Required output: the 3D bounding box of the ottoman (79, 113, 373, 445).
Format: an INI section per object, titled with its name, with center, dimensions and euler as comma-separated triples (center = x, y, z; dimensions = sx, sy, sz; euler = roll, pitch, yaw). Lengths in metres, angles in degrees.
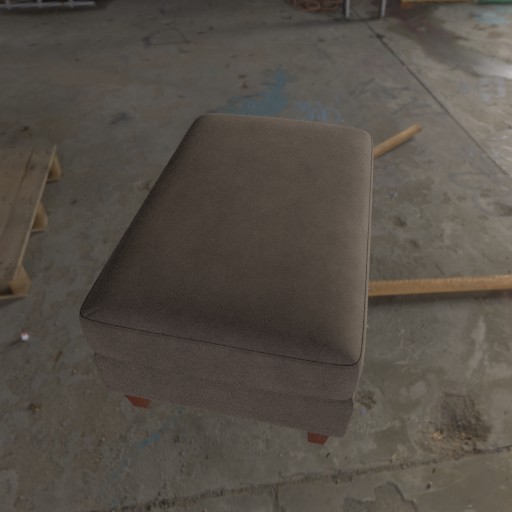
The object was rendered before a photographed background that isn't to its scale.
[ottoman]
center = 0.000, 0.000, 1.241
dimensions = 0.584, 0.483, 0.864
euler = 8, 46, 8
